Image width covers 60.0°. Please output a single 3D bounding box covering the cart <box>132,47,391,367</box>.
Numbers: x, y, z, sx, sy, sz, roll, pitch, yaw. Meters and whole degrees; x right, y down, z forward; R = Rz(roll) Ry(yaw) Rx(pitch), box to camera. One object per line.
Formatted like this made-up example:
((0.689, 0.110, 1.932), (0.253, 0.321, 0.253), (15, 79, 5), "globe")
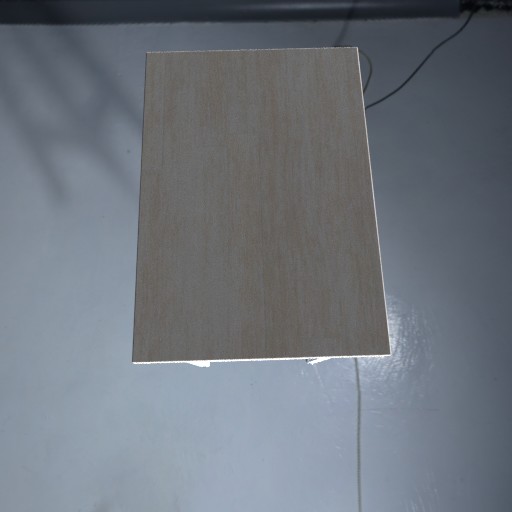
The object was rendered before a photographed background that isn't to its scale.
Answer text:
((0.000, 0.000, 1.181), (0.406, 0.857, 0.578), (-2, 74, 0), "cart")
